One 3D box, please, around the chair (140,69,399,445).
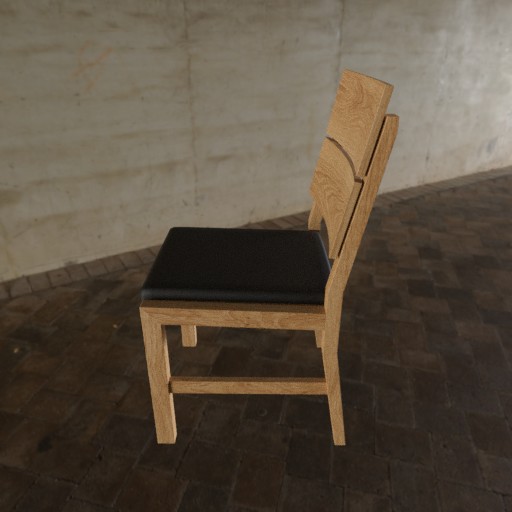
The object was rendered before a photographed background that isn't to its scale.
[{"bbox_3d":[0.000,0.000,1.254,0.569,0.950,0.475,0,26,1],"label":"chair"}]
